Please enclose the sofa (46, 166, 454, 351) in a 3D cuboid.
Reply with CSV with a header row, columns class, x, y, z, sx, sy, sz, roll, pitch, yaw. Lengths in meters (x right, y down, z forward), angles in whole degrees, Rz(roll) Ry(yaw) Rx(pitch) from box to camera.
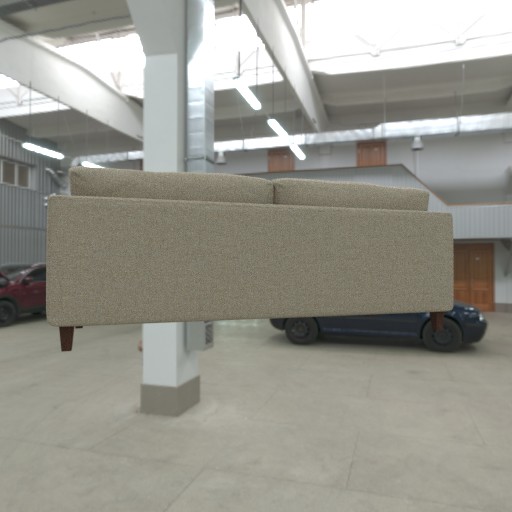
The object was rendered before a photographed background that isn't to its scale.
class,x,y,z,sx,sy,sz,roll,pitch,yaw
sofa,0.000,0.000,2.944,2.434,0.965,0.951,0,-1,-18
